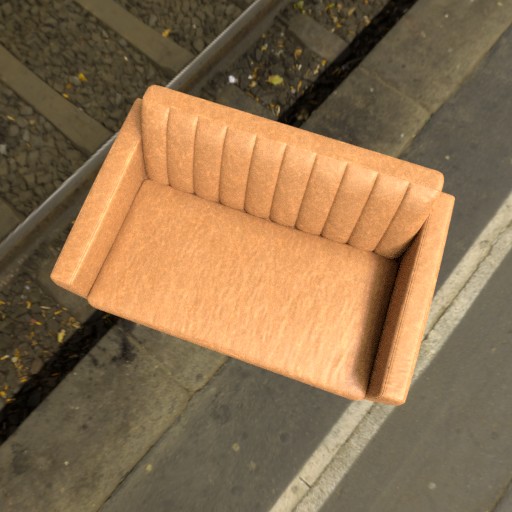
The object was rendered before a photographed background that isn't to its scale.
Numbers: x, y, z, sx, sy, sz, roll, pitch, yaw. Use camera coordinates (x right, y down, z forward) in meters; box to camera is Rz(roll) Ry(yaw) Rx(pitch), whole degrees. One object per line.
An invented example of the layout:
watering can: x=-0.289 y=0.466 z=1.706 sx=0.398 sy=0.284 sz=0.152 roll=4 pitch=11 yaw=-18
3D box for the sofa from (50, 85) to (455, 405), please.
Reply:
sofa: x=0.000 y=0.000 z=2.112 sx=1.549 sy=0.820 sz=0.960 roll=19 pitch=75 yaw=5
